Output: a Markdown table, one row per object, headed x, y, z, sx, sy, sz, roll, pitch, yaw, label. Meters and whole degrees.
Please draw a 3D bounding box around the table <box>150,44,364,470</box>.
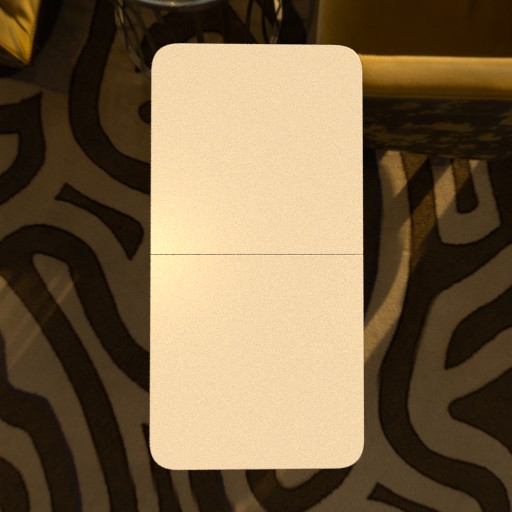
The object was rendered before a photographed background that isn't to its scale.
| x | y | z | sx | sy | sz | roll | pitch | yaw | label |
| --- | --- | --- | --- | --- | --- | --- | --- | --- | --- |
| 0.000 | 0.000 | 1.422 | 0.600 | 0.340 | 1.200 | 0 | 89 | -1 | table |
